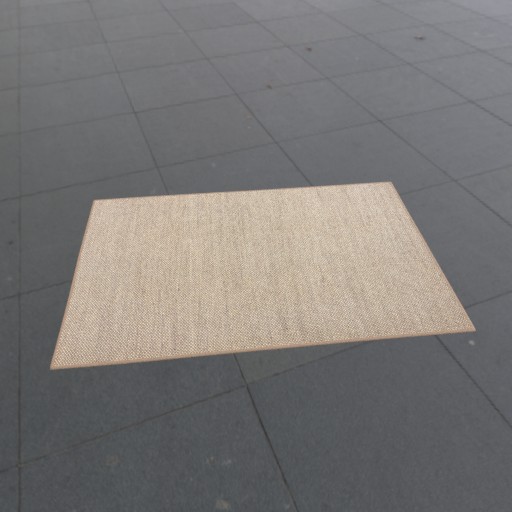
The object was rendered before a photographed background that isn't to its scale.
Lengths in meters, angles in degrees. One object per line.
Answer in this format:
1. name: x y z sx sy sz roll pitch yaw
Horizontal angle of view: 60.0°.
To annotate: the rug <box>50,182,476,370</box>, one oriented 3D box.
1. rug: 0.000 0.000 2.094 1.668 0.012 1.061 -4 44 -4
